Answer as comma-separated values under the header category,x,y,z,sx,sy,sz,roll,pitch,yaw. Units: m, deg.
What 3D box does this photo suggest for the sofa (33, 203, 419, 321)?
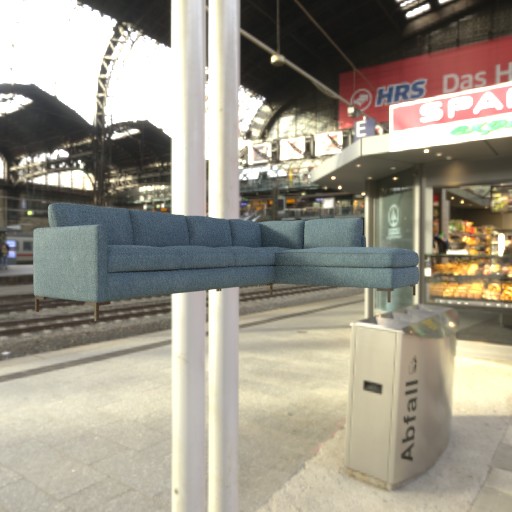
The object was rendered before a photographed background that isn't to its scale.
category,x,y,z,sx,sy,sz,roll,pitch,yaw
sofa,0.000,0.000,3.873,2.007,0.815,2.949,0,1,36
